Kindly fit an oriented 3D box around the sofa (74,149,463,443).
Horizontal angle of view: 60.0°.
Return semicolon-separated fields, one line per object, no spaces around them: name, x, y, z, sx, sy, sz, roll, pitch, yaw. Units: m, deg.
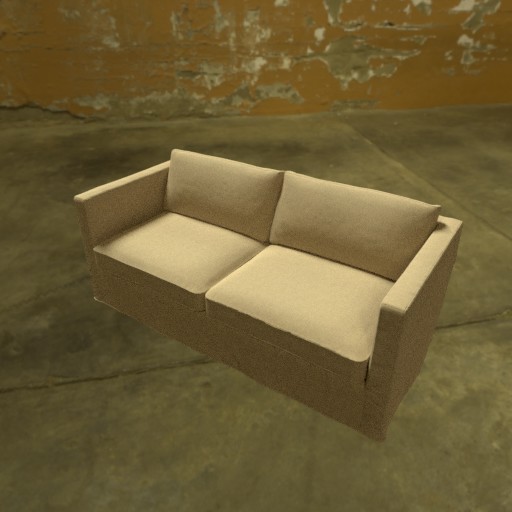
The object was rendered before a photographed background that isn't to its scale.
sofa;0.000;0.000;2.521;1.959;0.835;0.962;19;35;29
